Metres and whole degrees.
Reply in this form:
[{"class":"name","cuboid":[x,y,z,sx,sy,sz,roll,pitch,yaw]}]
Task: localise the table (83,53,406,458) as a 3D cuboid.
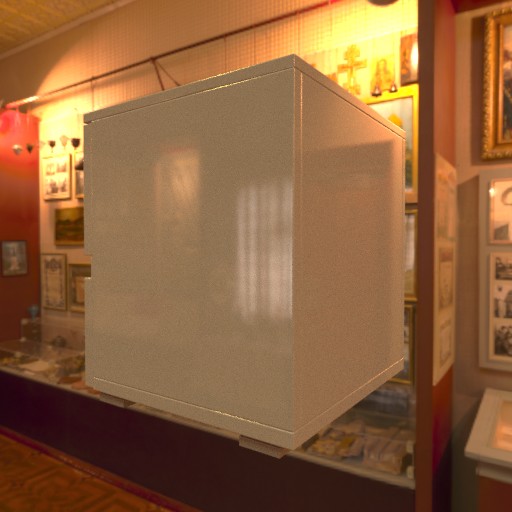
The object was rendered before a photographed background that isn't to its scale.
[{"class":"table","cuboid":[0.000,0.000,0.791,0.400,0.470,0.420,1,2,35]}]
